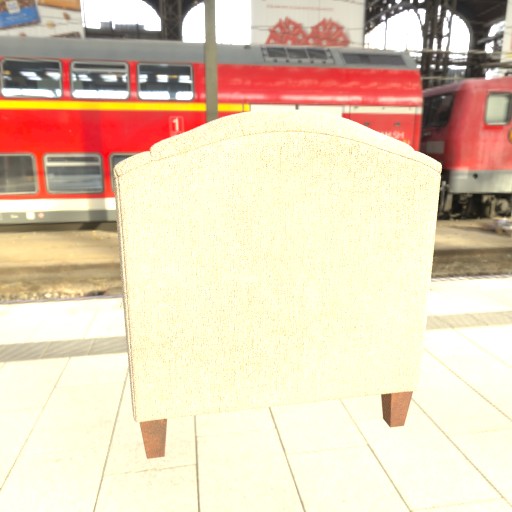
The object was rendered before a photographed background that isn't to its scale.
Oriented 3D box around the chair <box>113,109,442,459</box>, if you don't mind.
[{"bbox_3d":[0.000,0.000,1.412,0.763,0.839,0.787,-3,14,-11],"label":"chair"}]
